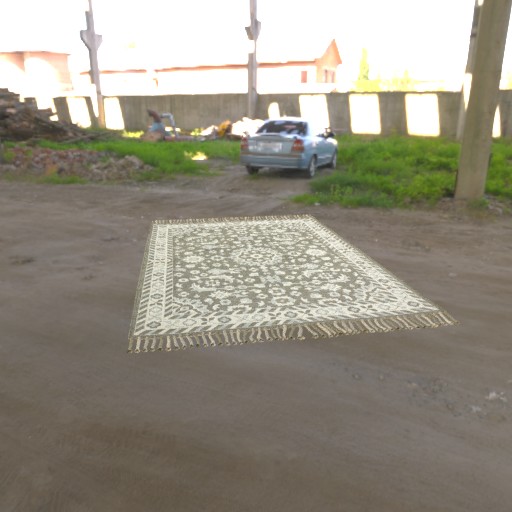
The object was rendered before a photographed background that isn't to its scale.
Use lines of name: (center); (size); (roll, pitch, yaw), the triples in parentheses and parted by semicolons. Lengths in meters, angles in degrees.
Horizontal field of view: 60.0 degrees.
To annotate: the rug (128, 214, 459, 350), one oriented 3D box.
rug: (0.000, 0.000, 3.069); (1.530, 0.025, 2.431); (-3, 18, -10)
